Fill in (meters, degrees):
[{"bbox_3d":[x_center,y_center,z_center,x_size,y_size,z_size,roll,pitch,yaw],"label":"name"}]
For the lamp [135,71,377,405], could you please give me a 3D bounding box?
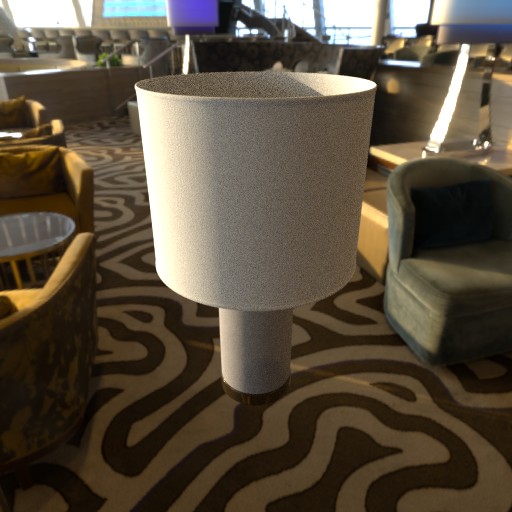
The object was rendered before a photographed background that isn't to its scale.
[{"bbox_3d":[0.000,0.000,0.517,0.229,0.380,0.229,0,27,0],"label":"lamp"}]
